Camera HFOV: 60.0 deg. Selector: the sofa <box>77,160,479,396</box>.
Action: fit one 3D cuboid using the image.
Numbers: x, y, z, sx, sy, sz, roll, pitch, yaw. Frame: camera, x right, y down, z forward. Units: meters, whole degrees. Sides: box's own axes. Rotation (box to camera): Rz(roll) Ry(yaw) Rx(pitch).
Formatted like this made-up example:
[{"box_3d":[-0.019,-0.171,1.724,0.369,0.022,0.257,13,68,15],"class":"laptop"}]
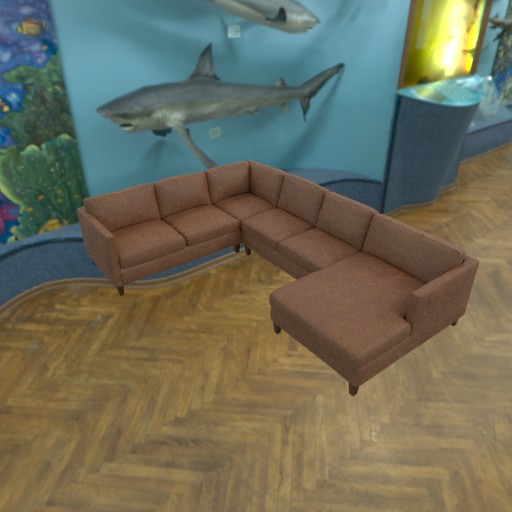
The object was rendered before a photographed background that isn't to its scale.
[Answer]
[{"box_3d":[0.000,0.000,4.678,2.593,0.923,3.460,-21,37,-32],"class":"sofa"}]
